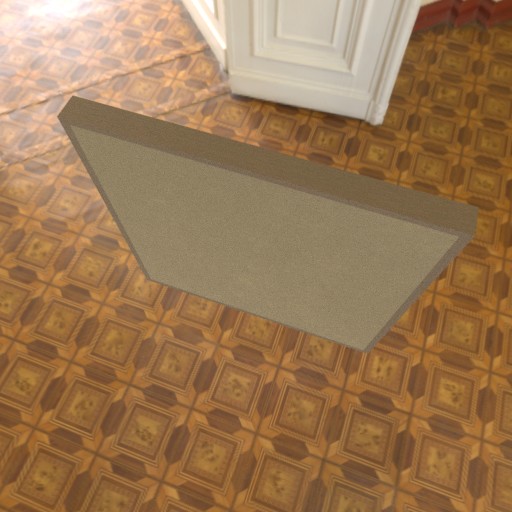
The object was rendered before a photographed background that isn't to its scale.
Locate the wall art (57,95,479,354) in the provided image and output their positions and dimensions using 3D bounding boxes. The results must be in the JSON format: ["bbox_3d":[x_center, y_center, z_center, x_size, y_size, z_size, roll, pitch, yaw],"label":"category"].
[{"bbox_3d":[0.000,0.000,0.745,0.508,0.506,0.038,17,65,9],"label":"wall art"}]
